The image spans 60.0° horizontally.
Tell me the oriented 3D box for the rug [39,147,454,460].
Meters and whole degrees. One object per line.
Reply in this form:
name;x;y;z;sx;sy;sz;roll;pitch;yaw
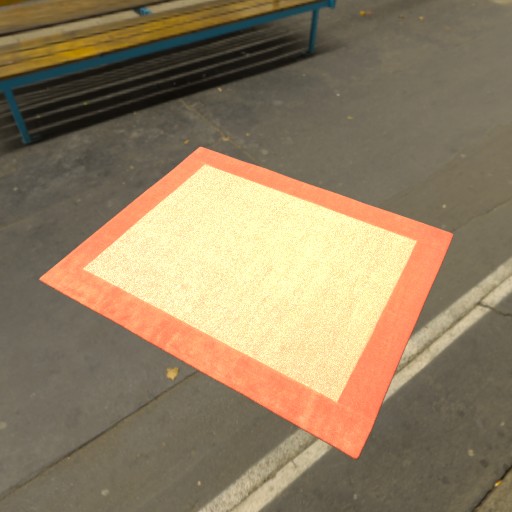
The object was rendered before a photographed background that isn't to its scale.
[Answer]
rug;0.000;0.000;4.052;2.976;0.018;2.430;23;51;21
